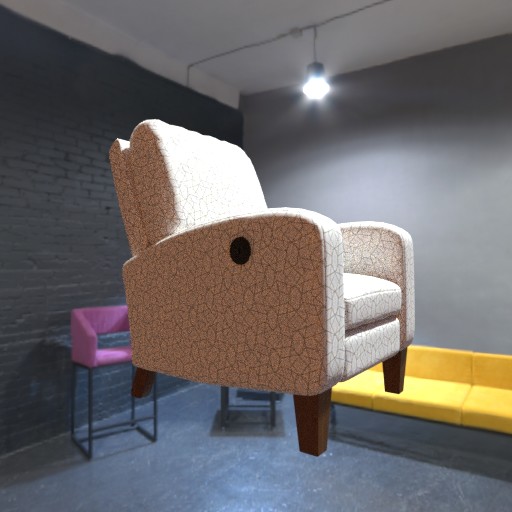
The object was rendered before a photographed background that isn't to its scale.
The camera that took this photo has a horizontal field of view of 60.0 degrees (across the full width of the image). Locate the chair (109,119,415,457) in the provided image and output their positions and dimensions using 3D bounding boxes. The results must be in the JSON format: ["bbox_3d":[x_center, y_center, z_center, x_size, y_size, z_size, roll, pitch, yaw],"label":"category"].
[{"bbox_3d":[0.000,0.000,1.727,0.995,1.064,0.796,0,0,36],"label":"chair"}]
